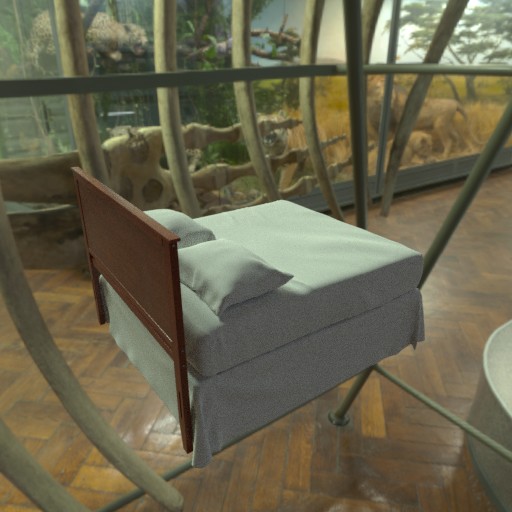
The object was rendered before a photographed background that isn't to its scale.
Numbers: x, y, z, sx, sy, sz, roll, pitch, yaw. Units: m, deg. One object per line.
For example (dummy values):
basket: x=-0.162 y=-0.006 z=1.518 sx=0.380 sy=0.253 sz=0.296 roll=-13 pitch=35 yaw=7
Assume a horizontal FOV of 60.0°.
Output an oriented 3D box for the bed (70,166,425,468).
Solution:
bed: x=0.000 y=0.000 z=3.278 sx=2.050 sy=1.270 sz=1.870 roll=-16 pitch=29 yaw=-31
